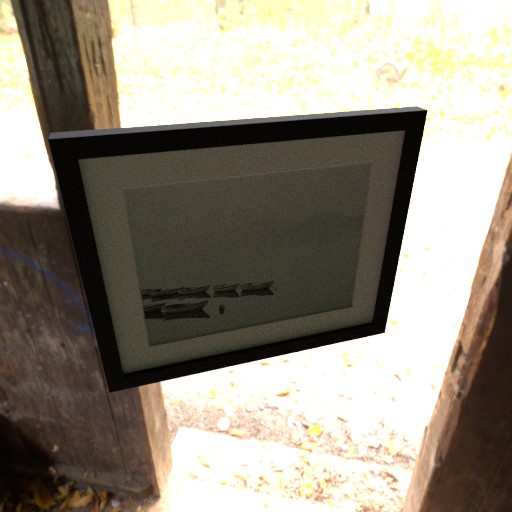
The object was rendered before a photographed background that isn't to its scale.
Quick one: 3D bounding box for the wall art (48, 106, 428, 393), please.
[{"bbox_3d":[0.000,0.000,0.754,0.554,0.454,0.030,-9,32,-14],"label":"wall art"}]
